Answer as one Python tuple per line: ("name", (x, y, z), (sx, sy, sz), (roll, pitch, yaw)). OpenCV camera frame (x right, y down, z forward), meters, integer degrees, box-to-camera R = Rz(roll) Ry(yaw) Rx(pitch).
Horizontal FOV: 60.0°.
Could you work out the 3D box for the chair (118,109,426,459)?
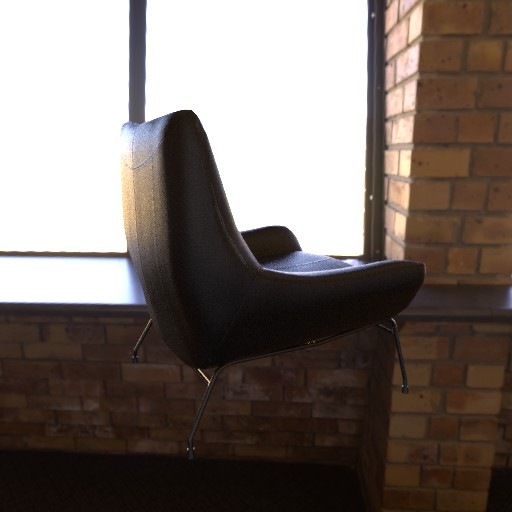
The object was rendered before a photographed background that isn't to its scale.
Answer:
("chair", (0.000, 0.000, 1.567), (0.826, 0.922, 0.836), (-7, 15, -27))
